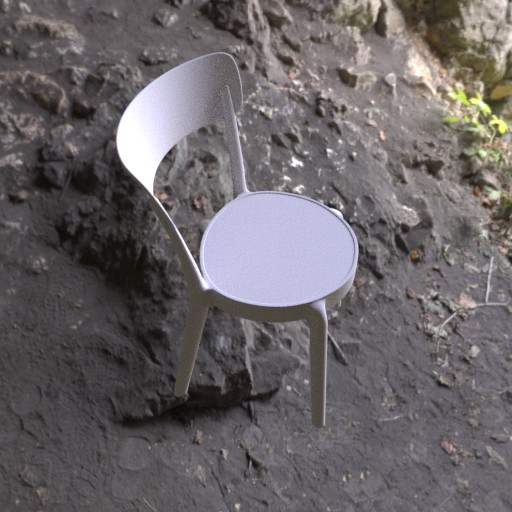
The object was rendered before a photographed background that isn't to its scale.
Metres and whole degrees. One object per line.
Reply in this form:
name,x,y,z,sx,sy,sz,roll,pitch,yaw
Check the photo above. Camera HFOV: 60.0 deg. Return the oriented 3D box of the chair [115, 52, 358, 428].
chair,0.000,0.000,1.112,0.491,0.790,0.506,10,47,9
